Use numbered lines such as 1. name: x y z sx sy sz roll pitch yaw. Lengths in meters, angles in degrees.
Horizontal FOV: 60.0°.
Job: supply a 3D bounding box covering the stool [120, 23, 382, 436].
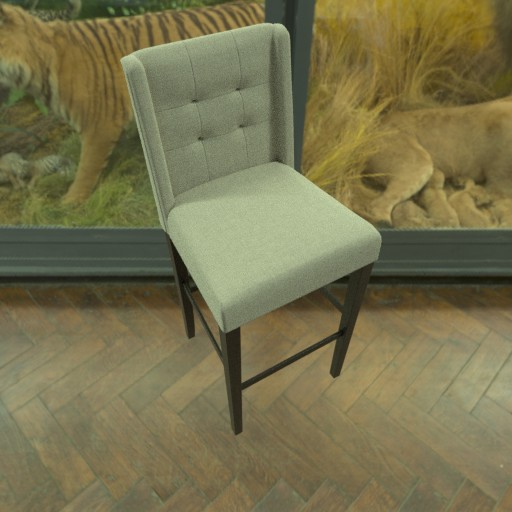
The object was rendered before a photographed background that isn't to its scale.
1. stool: 0.000 0.000 1.335 0.474 1.116 0.509 -23 51 -21
